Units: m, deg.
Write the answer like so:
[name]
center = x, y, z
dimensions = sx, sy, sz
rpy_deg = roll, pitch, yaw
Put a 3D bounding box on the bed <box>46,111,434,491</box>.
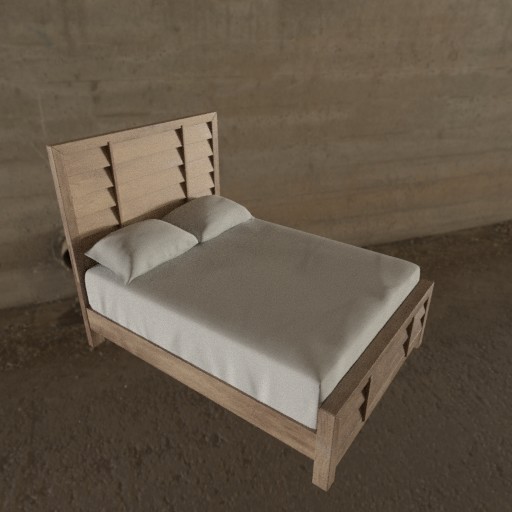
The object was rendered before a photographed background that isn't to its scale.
[bed]
center = 0.000, 0.000, 3.254
dimensions = 2.197, 1.626, 1.626
rpy_deg = 19, 33, 32
